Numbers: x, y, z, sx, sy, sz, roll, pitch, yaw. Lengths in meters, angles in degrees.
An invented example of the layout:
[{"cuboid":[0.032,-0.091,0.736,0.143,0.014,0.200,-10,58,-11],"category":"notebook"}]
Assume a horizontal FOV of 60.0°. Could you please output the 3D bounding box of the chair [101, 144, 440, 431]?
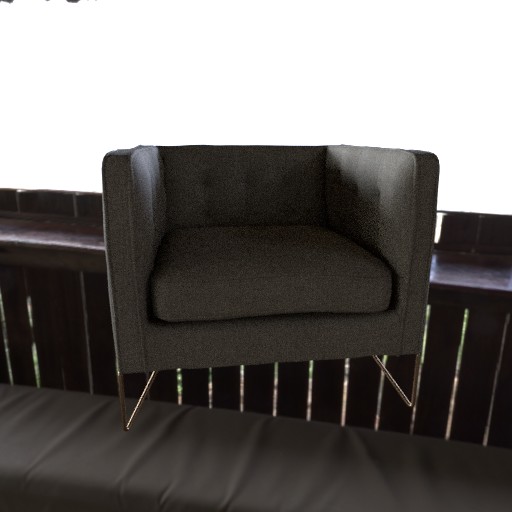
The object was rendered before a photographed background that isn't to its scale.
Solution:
[{"cuboid":[0.000,0.000,1.648,0.920,0.799,0.912,-2,15,-8],"category":"chair"}]
